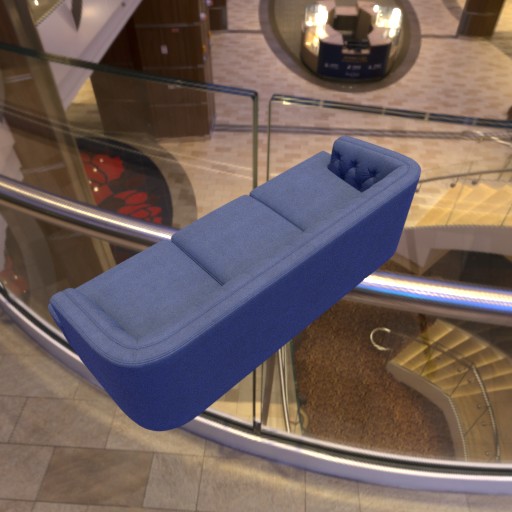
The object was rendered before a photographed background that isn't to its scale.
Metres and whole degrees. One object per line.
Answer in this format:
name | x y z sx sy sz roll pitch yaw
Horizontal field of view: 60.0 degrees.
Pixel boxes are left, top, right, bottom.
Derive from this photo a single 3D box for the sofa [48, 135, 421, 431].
sofa | 0.000 0.000 2.701 2.235 0.787 0.914 -33 54 -28
